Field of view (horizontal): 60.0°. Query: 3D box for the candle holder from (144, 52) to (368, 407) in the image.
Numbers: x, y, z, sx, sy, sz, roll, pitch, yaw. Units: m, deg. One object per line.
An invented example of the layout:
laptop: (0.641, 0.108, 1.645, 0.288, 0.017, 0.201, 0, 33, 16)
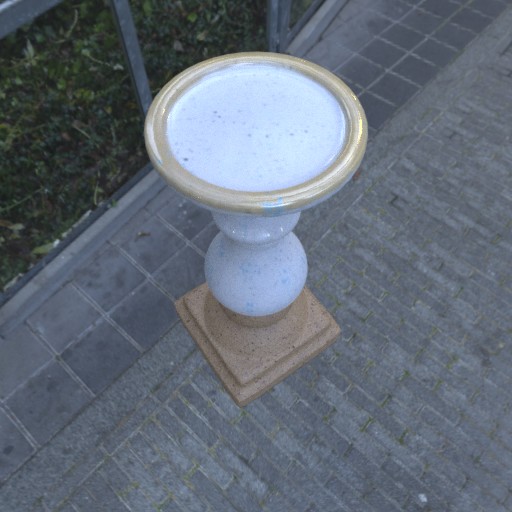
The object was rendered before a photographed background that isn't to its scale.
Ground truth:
candle holder: (0.000, 0.000, 0.302, 0.110, 0.239, 0.110, -31, 63, -17)
